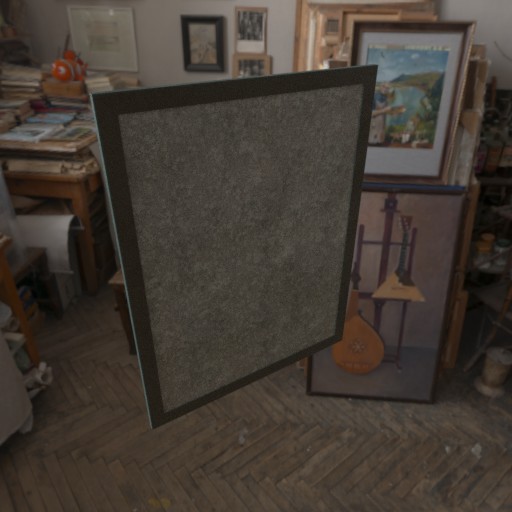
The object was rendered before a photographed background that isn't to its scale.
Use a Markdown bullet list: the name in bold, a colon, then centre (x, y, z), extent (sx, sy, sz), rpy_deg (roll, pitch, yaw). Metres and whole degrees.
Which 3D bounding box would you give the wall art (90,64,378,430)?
- **wall art**: centre (0.000, 0.000, 1.292), extent (0.767, 0.983, 0.030), rpy_deg (-18, 35, -27)
